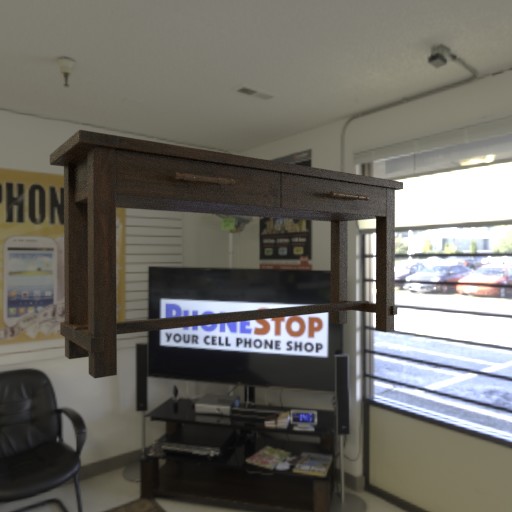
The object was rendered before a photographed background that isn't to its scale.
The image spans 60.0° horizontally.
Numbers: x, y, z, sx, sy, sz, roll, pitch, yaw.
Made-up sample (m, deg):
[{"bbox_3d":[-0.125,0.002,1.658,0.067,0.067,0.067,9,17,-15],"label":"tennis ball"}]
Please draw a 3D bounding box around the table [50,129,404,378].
[{"bbox_3d":[0.000,0.000,1.957,1.599,0.762,0.442,0,0,-36],"label":"table"}]
